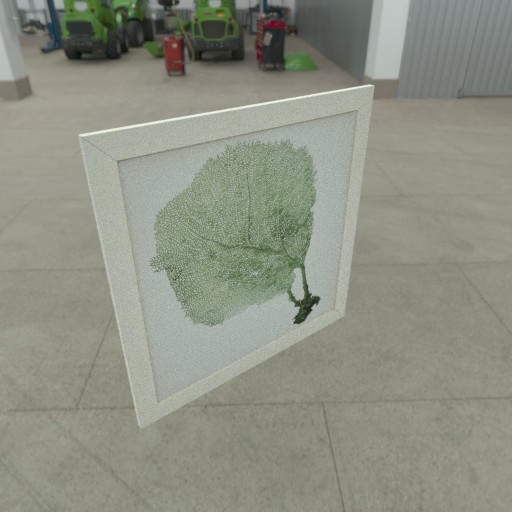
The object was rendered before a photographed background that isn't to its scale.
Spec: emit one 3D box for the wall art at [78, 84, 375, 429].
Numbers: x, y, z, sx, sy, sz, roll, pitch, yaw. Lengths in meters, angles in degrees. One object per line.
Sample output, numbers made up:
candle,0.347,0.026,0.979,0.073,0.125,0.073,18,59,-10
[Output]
wall art,0.000,0.000,0.888,0.584,0.584,0.013,-22,37,-31
